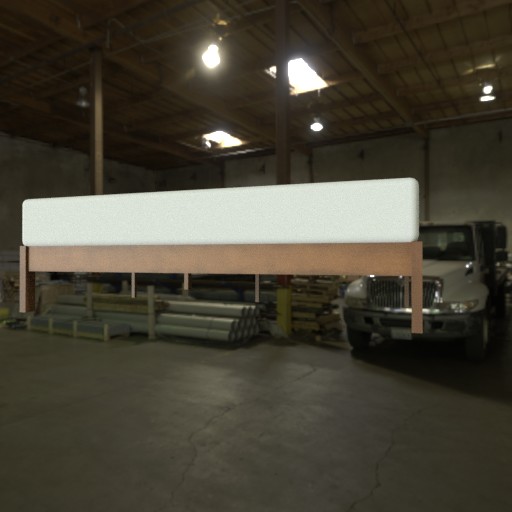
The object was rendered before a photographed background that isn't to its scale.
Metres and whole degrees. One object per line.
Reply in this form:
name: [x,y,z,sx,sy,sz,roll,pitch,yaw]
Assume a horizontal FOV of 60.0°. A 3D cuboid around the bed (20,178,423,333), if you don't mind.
bed: [0.000,0.000,2.979,2.049,0.616,1.930,0,0,19]
